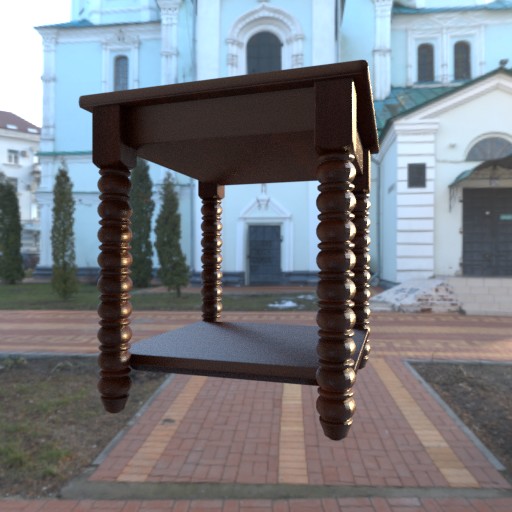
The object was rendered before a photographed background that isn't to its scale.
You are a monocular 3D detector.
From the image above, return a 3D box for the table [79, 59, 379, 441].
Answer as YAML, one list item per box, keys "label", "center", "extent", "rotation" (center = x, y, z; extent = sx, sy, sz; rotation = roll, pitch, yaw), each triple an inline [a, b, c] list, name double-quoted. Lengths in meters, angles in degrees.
- label: "table"
  center: [0.000, 0.000, 0.963]
  extent: [0.500, 0.567, 0.533]
  rotation: [0, 0, 17]
